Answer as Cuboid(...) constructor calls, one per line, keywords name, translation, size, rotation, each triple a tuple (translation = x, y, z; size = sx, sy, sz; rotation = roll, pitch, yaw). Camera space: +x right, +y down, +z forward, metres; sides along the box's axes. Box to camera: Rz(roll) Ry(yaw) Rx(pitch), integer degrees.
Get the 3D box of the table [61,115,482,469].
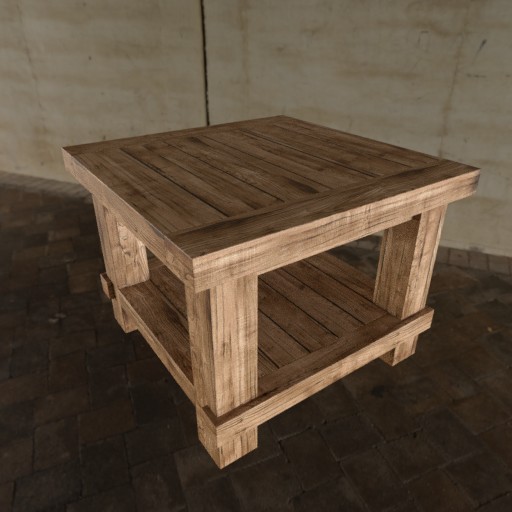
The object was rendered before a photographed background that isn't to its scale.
Cuboid(name="table", translation=(0.000, 0.000, 1.008), size=(0.610, 0.457, 0.610), rotation=(-19, 34, -30))
